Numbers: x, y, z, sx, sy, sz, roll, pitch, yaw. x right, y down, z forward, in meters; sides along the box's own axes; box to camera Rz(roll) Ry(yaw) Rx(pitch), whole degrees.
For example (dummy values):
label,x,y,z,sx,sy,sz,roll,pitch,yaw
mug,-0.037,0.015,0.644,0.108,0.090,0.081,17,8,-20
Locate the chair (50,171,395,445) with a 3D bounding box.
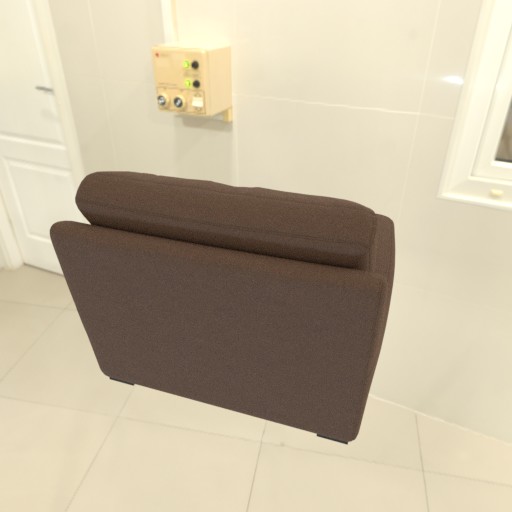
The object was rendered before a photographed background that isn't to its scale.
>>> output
label,x,y,z,sx,sy,sz,roll,pitch,yaw
chair,0.000,0.000,1.948,1.168,0.940,1.143,10,33,15
